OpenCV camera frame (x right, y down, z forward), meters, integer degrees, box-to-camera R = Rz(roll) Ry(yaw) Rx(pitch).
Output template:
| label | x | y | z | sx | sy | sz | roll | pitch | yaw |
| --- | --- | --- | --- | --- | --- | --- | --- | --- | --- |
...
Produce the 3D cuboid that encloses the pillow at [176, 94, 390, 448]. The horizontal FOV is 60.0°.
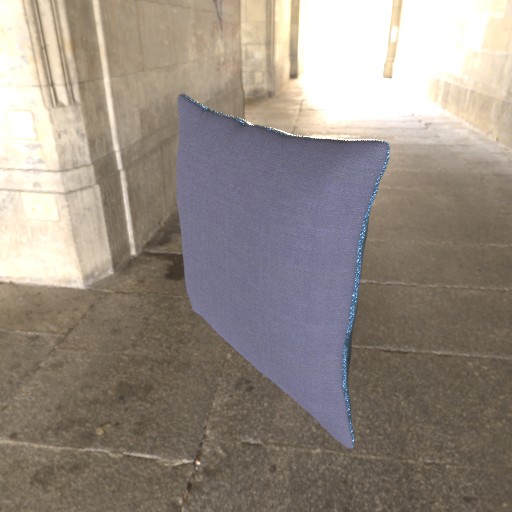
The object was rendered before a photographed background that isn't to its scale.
| label | x | y | z | sx | sy | sz | roll | pitch | yaw |
| --- | --- | --- | --- | --- | --- | --- | --- | --- | --- |
| pillow | 0.000 | 0.000 | 0.673 | 0.138 | 0.430 | 0.436 | -19 | 32 | -33 |
